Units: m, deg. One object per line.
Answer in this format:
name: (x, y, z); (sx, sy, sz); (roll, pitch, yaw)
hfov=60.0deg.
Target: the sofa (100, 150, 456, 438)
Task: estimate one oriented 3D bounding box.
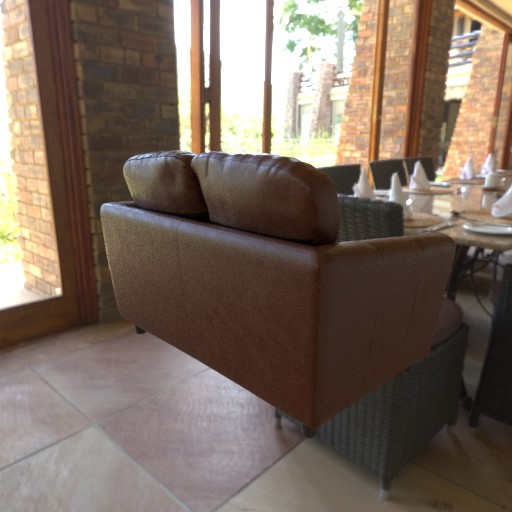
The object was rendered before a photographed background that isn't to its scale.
sofa: (0.000, 0.000, 1.938); (0.805, 0.906, 1.406); (-14, 20, -42)
